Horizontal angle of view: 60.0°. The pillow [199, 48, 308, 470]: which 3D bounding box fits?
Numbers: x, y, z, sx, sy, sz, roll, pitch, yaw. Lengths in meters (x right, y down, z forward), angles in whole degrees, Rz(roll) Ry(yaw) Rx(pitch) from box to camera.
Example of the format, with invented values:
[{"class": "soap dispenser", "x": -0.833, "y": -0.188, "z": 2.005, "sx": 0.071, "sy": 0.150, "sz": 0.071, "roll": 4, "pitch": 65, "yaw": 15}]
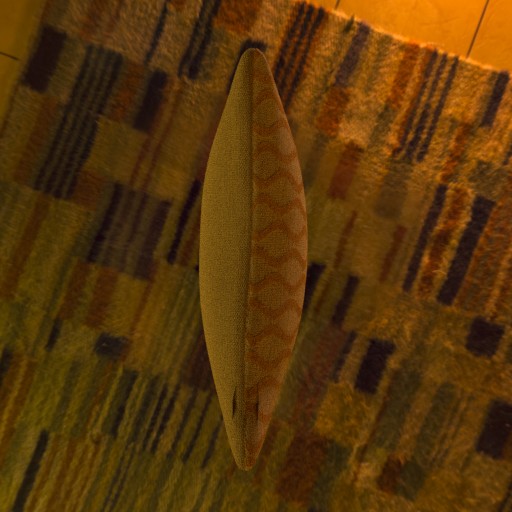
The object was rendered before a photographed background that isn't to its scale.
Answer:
[{"class": "pillow", "x": 0.000, "y": 0.000, "z": 0.657, "sx": 0.159, "sy": 0.436, "sz": 0.429, "roll": 0, "pitch": 91, "yaw": 0}]
